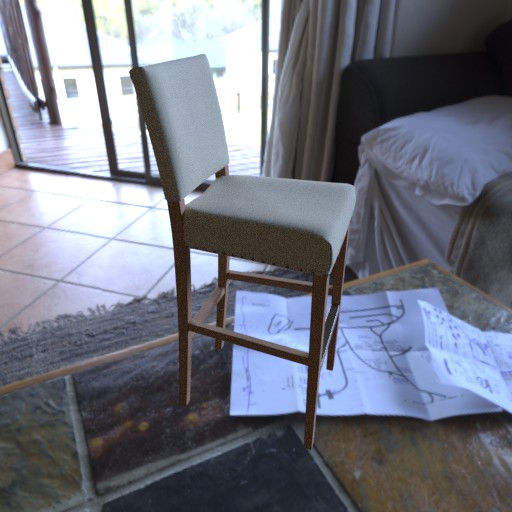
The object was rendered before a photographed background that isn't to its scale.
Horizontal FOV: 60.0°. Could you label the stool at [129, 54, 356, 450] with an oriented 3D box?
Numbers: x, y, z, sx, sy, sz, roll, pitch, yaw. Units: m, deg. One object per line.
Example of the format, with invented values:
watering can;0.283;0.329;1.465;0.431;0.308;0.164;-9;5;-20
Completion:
stool;0.000;0.000;1.421;0.546;1.143;0.428;10;31;16
